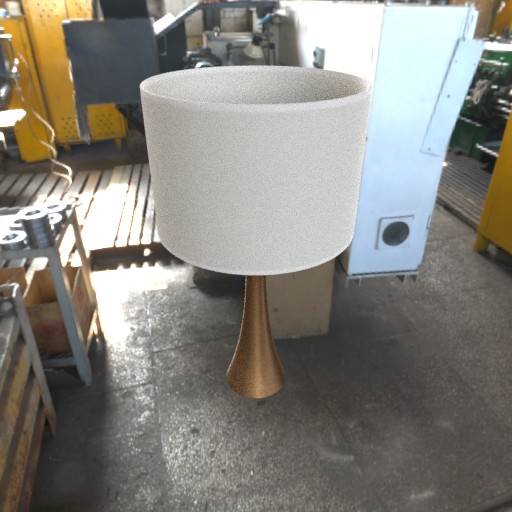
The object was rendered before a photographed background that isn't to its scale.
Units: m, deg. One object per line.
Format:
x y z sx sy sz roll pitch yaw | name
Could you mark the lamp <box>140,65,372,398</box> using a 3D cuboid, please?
0.000 0.000 0.644 0.268 0.479 0.268 22 37 32 | lamp
